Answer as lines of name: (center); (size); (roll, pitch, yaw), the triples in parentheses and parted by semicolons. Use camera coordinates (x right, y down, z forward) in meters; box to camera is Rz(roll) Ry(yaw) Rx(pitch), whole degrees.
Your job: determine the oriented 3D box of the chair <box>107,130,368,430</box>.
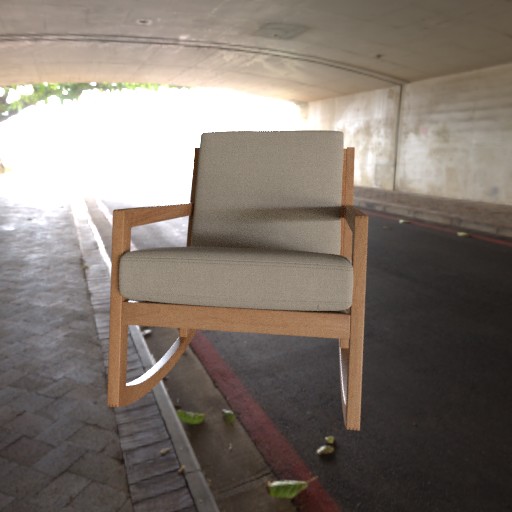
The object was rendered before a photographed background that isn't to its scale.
chair: (0.000, 0.000, 1.407); (0.622, 0.790, 0.857); (2, 14, 9)
